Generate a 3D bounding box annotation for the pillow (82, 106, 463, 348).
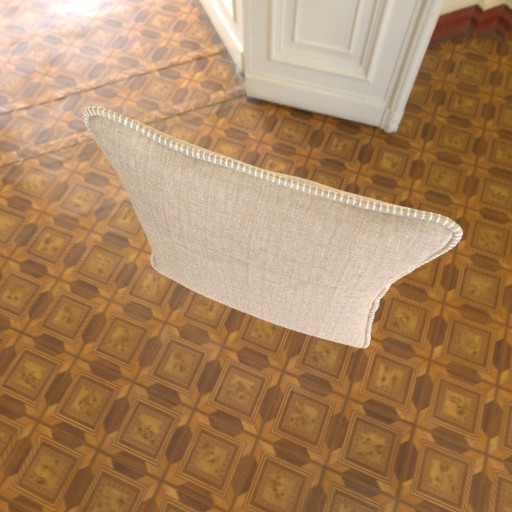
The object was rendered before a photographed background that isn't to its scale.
[{"bbox_3d":[0.000,0.000,0.724,0.485,0.494,0.124,20,65,10],"label":"pillow"}]
